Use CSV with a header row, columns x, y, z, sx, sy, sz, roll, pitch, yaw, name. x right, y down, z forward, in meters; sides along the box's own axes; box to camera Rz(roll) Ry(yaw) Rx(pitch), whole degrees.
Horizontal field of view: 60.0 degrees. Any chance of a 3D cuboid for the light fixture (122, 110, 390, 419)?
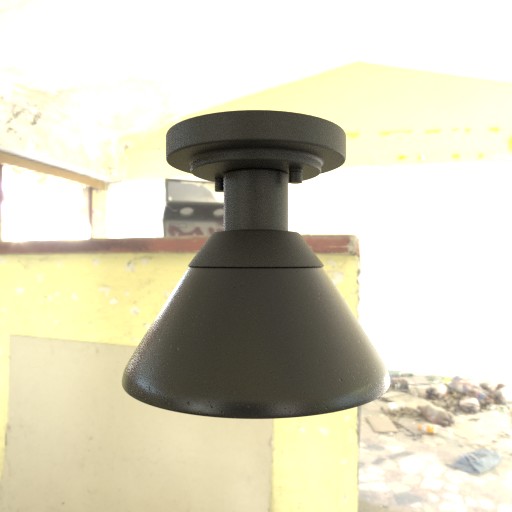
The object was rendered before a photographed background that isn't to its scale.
x,y,z,sx,sy,sz,roll,pitch,yaw,name
0.000,0.000,0.347,0.200,0.183,0.200,0,-1,0,light fixture
